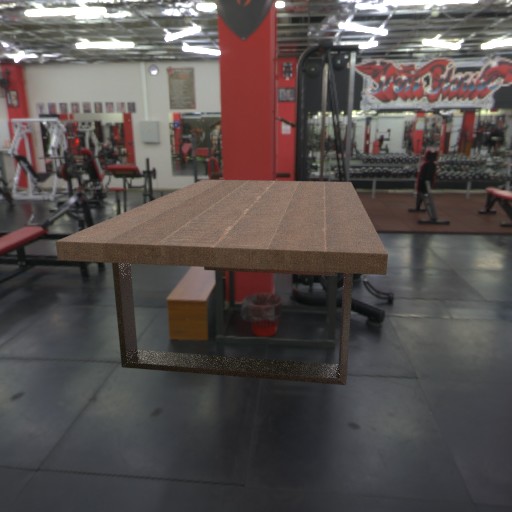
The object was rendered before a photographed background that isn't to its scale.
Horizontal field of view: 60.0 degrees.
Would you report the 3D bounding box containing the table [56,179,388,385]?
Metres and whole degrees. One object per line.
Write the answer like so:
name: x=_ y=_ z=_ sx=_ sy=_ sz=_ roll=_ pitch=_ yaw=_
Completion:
table: x=0.000 y=0.000 z=1.768 sx=0.800 sy=0.440 sz=1.400 roll=2 pitch=16 yaw=8
